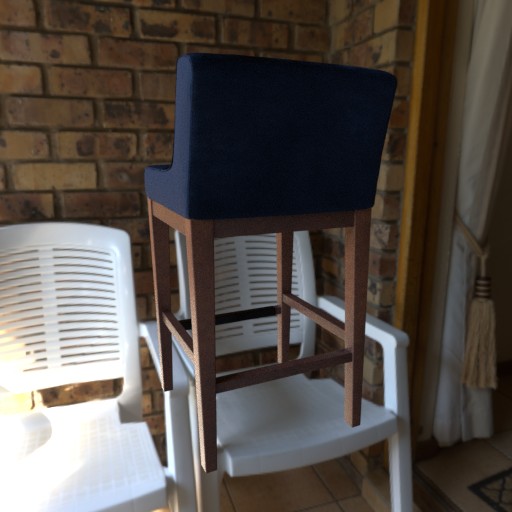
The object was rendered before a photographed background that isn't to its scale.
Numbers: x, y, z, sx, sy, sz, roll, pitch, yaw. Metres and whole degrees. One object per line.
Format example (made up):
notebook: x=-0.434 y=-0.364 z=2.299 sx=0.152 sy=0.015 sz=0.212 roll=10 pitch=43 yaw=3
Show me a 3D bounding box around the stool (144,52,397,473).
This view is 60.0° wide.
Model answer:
stool: x=0.000 y=0.000 z=1.238 sx=0.511 sy=0.945 sz=0.516 roll=-6 pitch=14 yaw=-24
